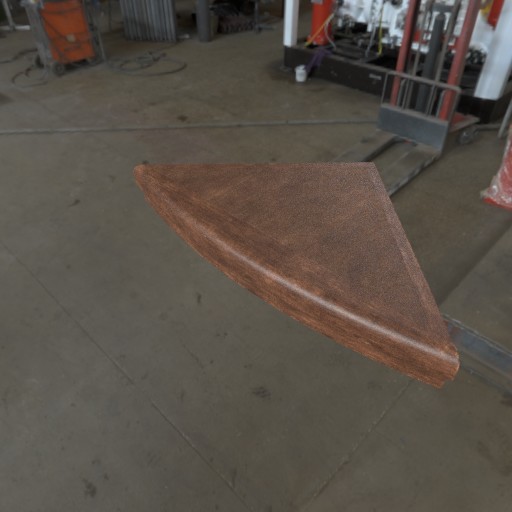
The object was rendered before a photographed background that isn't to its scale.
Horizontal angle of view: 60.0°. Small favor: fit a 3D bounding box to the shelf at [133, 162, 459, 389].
[{"bbox_3d":[0.000,0.000,0.467,0.310,0.050,0.310,-1,40,-1],"label":"shelf"}]
